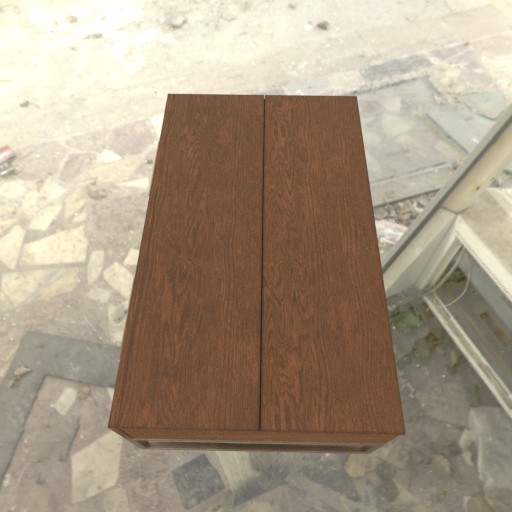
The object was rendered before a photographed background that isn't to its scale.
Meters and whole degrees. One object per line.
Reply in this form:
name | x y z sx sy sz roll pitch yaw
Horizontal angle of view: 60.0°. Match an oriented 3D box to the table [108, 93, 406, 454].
table | 0.000 0.000 1.488 0.719 0.361 1.167 1 59 1
